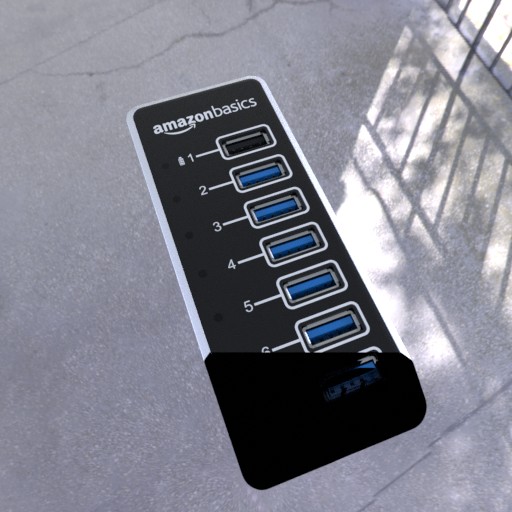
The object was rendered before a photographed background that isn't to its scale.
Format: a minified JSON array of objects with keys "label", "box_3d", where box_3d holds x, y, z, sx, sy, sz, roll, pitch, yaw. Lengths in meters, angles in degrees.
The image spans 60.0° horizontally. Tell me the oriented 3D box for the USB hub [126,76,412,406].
[{"label":"USB hub","box_3d":[0.000,0.000,0.123,0.044,0.023,0.110,-19,66,-9]}]
